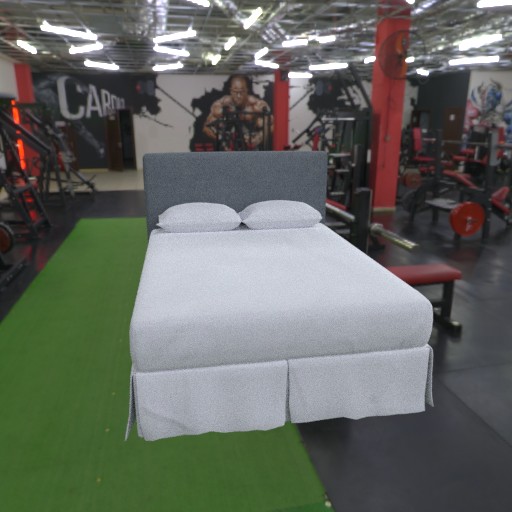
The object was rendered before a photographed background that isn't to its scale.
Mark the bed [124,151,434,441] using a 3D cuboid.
[{"bbox_3d":[0.000,0.000,3.177,1.713,1.330,2.142,-3,17,-9],"label":"bed"}]
